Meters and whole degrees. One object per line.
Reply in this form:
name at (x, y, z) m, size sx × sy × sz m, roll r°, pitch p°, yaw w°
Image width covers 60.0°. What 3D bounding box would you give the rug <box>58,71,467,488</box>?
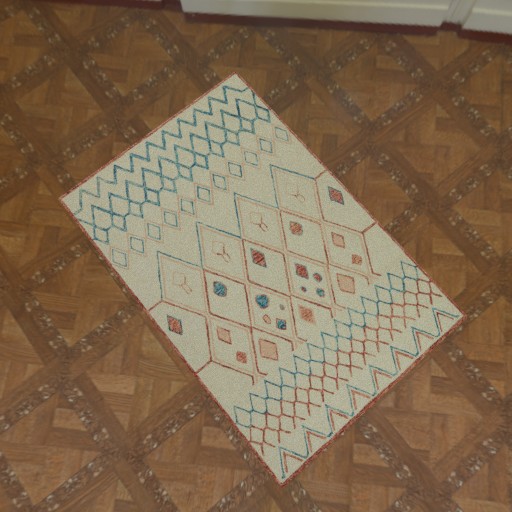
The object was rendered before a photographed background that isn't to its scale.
rug at (0.000, 0.000, 2.282) m, size 1.219 × 0.016 × 1.829 m, roll -39°, pitch 79°, yaw -9°
